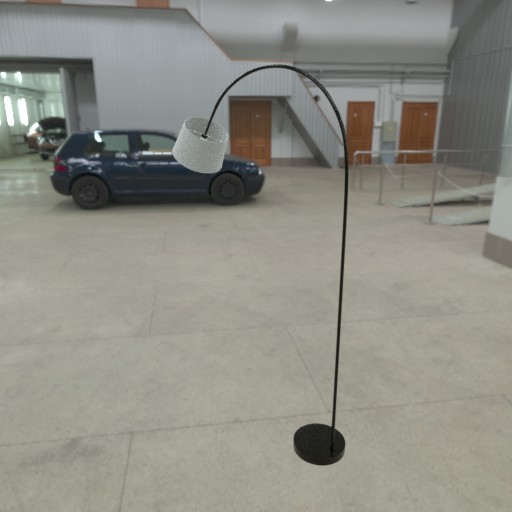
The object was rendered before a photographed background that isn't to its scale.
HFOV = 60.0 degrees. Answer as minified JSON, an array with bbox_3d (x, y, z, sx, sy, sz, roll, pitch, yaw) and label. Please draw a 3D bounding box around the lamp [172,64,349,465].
[{"bbox_3d":[0.000,0.000,2.659,0.331,2.104,1.363,-16,23,-42],"label":"lamp"}]
